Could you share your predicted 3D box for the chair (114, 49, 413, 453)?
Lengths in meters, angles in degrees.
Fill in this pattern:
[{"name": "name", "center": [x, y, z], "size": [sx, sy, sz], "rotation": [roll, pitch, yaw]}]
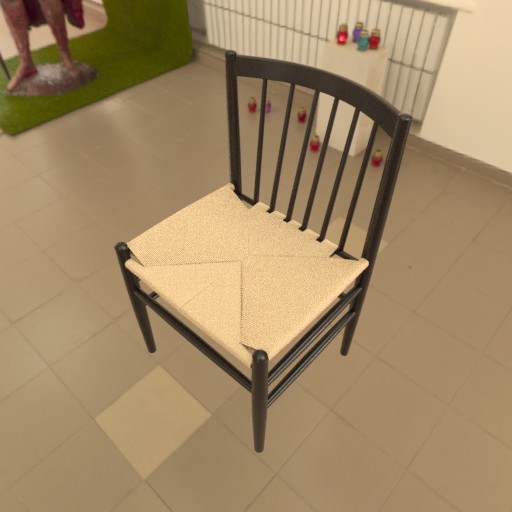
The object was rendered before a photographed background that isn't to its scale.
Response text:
[{"name": "chair", "center": [0.000, 0.000, 1.142], "size": [0.495, 0.818, 0.516], "rotation": [33, 54, 28]}]
